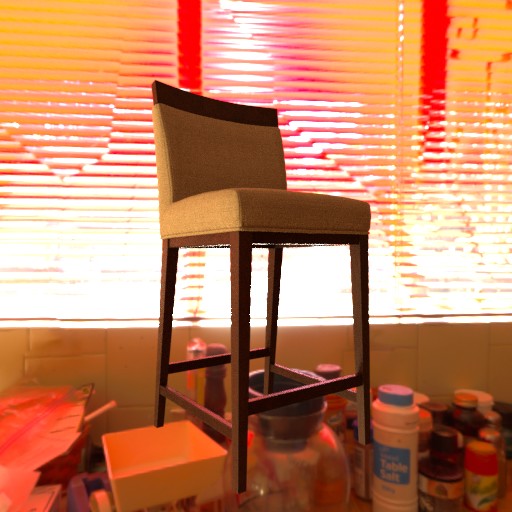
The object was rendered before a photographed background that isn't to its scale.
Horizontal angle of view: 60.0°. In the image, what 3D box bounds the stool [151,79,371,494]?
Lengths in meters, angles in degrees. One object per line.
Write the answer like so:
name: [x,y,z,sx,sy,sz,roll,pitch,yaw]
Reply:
stool: [0.000,0.000,1.258,0.463,1.011,0.480,-1,1,-36]
